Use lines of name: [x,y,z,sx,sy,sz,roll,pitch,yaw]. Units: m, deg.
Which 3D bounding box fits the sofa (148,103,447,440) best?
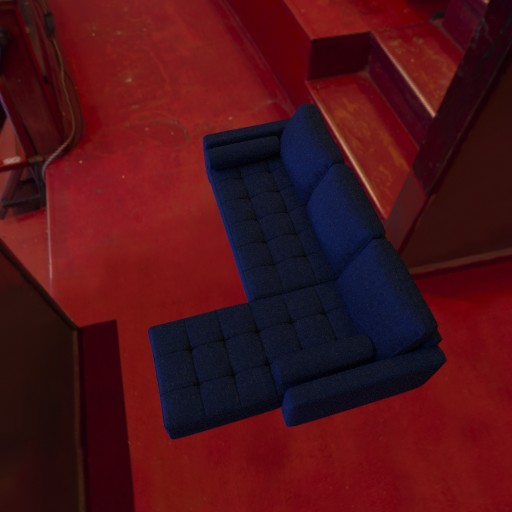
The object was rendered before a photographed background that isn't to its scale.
sofa: [0.000,0.000,3.040,1.613,0.841,2.185,-14,58,-9]
